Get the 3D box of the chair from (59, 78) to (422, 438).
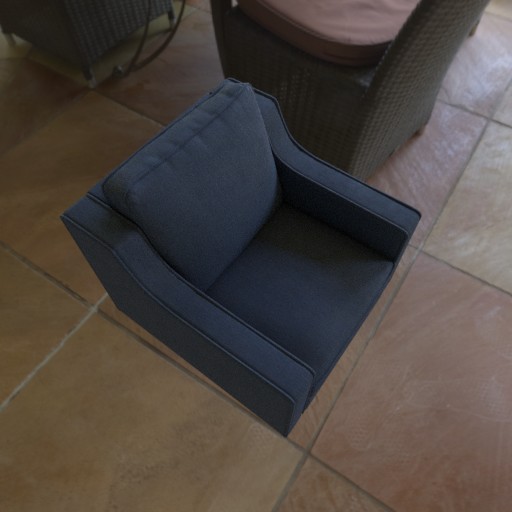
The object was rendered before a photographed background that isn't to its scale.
[{"bbox_3d":[0.000,0.000,1.679,0.909,0.960,0.831,32,63,18],"label":"chair"}]
